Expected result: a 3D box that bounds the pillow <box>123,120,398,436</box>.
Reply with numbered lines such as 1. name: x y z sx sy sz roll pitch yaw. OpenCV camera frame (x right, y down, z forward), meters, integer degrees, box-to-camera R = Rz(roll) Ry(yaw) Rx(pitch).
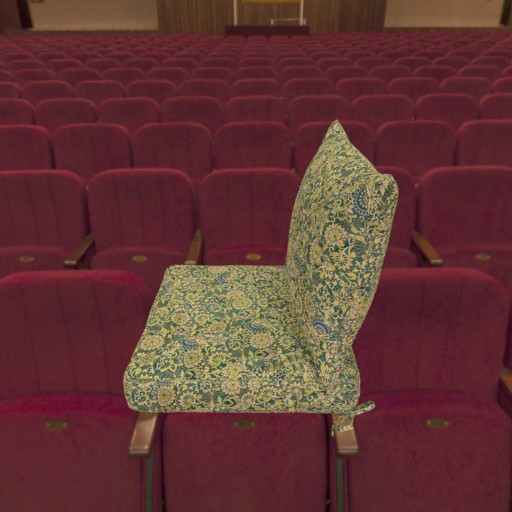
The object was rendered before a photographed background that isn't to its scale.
1. pillow: 0.000 0.000 1.401 0.740 0.722 0.798 0 26 0
